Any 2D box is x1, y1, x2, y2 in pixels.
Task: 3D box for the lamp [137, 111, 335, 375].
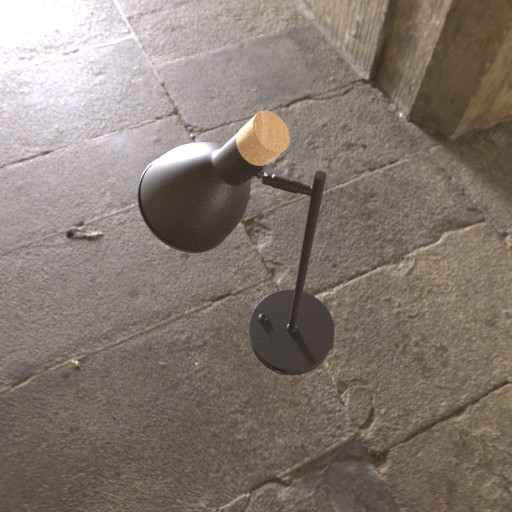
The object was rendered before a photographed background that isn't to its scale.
[{"bbox_3d":[0.000,0.000,0.604,0.287,0.483,0.152,17,61,10],"label":"lamp"}]
